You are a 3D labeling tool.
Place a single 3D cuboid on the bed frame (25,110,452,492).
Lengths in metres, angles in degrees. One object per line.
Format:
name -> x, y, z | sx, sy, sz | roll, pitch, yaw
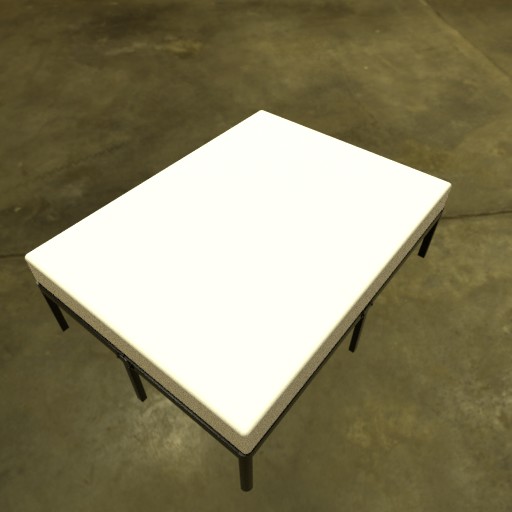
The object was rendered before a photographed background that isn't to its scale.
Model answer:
bed frame -> 0.000, 0.000, 2.791 | 1.557, 0.659, 2.072 | 30, 53, 26
